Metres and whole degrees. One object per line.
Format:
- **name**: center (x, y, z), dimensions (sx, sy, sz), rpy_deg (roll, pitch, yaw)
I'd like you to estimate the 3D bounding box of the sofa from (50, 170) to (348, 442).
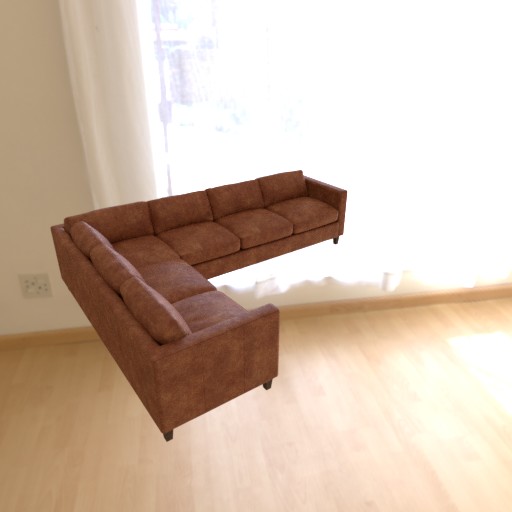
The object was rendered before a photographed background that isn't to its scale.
- **sofa**: center (0.000, 0.000, 4.320), dimensions (3.150, 0.838, 2.438), rpy_deg (-18, 32, -31)
